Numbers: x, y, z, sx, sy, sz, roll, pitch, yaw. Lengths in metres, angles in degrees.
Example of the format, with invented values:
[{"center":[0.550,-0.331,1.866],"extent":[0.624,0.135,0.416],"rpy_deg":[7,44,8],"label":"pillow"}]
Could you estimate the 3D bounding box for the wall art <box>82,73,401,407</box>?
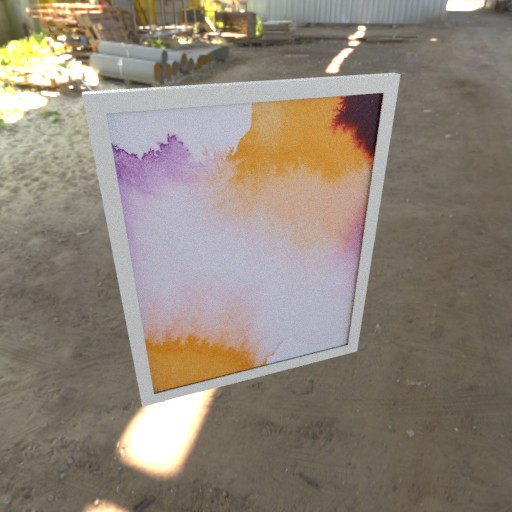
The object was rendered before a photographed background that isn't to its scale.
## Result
[{"center":[0.000,0.000,1.097],"extent":[0.661,0.811,0.026],"rpy_deg":[-10,32,-16],"label":"wall art"}]
